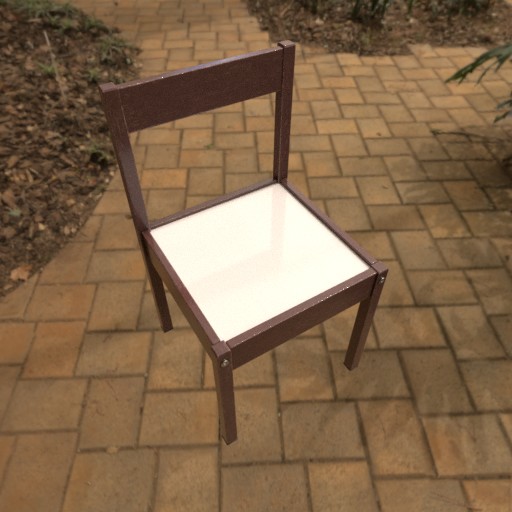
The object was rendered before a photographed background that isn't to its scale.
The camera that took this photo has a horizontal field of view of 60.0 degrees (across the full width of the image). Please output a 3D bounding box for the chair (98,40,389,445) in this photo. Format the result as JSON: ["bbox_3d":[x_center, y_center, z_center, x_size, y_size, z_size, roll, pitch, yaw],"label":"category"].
[{"bbox_3d":[0.000,0.000,0.691,0.285,0.505,0.285,-24,50,-21],"label":"chair"}]
